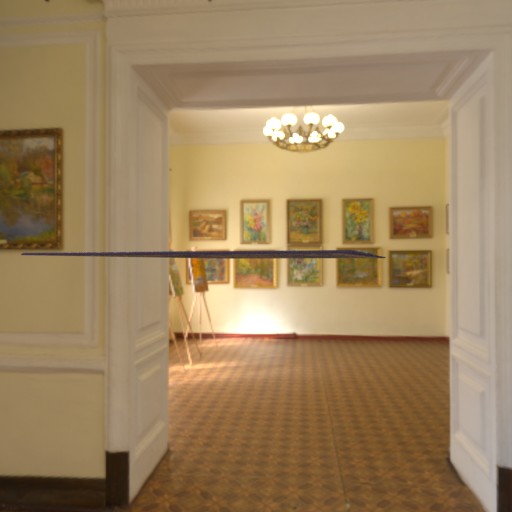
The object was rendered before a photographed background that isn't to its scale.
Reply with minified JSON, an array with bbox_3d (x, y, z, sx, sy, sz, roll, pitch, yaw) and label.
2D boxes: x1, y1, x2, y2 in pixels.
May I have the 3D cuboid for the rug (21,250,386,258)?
[{"bbox_3d":[0.000,0.000,2.241,1.184,0.012,1.781,0,-1,19],"label":"rug"}]
